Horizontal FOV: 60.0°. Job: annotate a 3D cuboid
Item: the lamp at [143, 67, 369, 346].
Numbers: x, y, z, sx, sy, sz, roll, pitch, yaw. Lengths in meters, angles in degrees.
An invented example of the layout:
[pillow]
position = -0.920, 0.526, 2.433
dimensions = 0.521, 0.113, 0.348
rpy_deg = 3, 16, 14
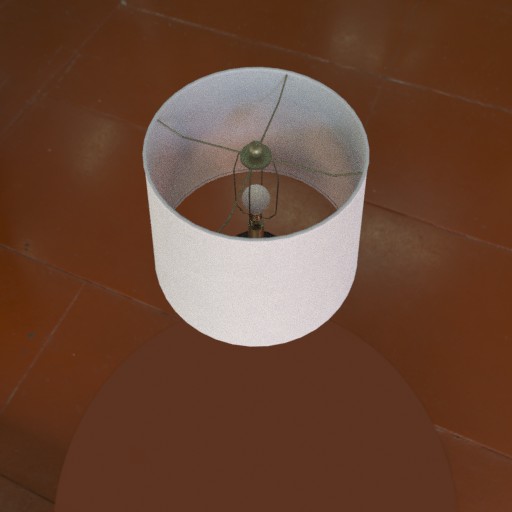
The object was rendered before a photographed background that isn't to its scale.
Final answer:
[lamp]
position = 0.000, 0.000, 0.546
dimensions = 0.239, 0.399, 0.239
rpy_deg = 0, 62, 0
